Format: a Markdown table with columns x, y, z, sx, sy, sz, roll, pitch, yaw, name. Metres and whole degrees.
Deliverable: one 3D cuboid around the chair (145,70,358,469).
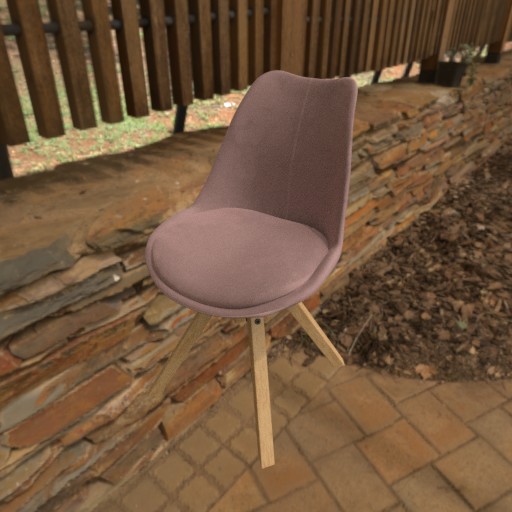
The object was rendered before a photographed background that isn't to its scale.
| x | y | z | sx | sy | sz | roll | pitch | yaw | name |
| --- | --- | --- | --- | --- | --- | --- | --- | --- | --- |
| 0.000 | 0.000 | 1.176 | 0.485 | 0.850 | 0.550 | 19 | 35 | 29 | chair |
